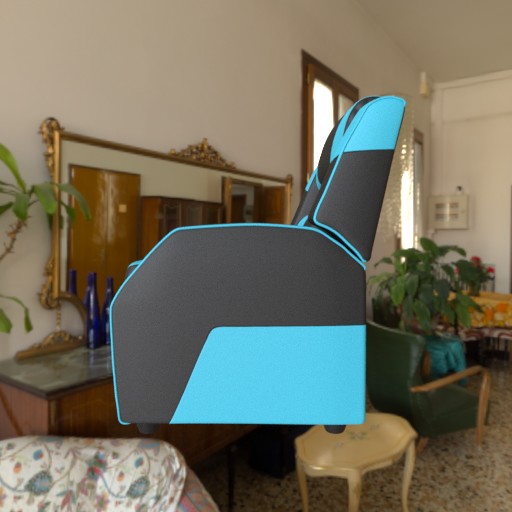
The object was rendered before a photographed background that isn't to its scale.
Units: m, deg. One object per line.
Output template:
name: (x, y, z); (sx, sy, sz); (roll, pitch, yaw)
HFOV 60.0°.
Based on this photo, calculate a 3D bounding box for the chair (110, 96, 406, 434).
chair: (0.000, 0.000, 1.291); (0.672, 0.805, 0.620); (0, 2, 0)
